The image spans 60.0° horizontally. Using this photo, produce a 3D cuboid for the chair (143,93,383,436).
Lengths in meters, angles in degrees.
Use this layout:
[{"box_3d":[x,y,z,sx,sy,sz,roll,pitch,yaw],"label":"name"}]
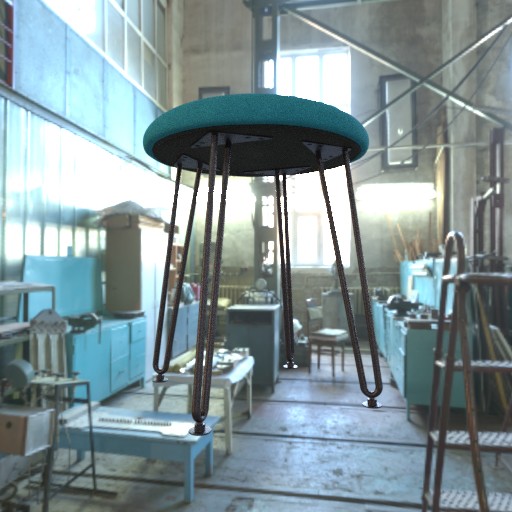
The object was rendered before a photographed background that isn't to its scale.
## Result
[{"box_3d":[0.000,0.000,0.704,0.350,0.430,0.350,1,-1,-35],"label":"chair"}]
